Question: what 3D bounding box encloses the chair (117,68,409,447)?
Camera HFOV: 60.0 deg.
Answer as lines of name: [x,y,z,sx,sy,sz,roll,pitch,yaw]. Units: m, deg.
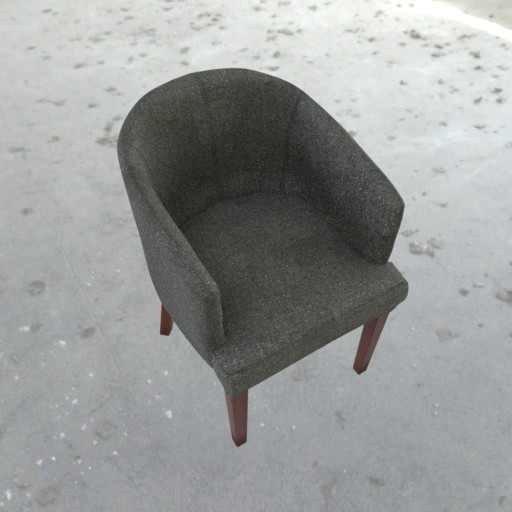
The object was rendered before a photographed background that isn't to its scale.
chair: [0.000,0.000,1.245,0.583,0.811,0.655,-24,51,-21]
